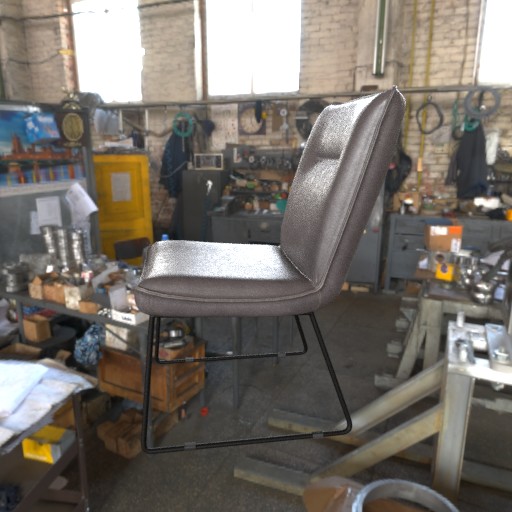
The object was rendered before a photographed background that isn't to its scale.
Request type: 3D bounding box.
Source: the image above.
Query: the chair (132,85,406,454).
[{"bbox_3d":[0.000,0.000,1.340,0.688,0.932,0.515,-2,14,-8],"label":"chair"}]
